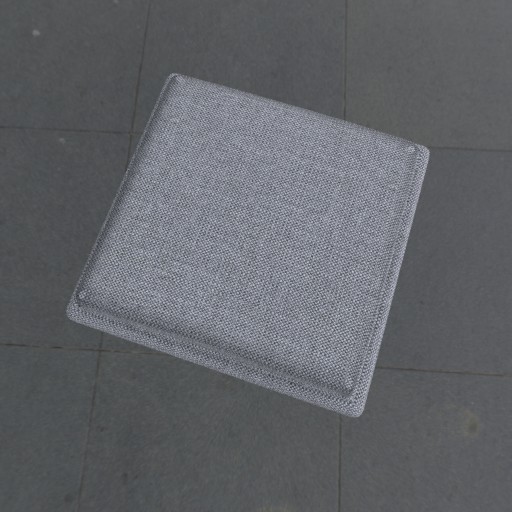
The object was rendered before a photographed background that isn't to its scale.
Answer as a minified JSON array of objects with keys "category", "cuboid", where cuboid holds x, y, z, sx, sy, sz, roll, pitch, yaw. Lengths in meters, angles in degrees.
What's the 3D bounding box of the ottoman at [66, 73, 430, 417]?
[{"category":"ottoman","cuboid":[0.000,0.000,0.846,0.454,0.487,0.436,18,77,4]}]
